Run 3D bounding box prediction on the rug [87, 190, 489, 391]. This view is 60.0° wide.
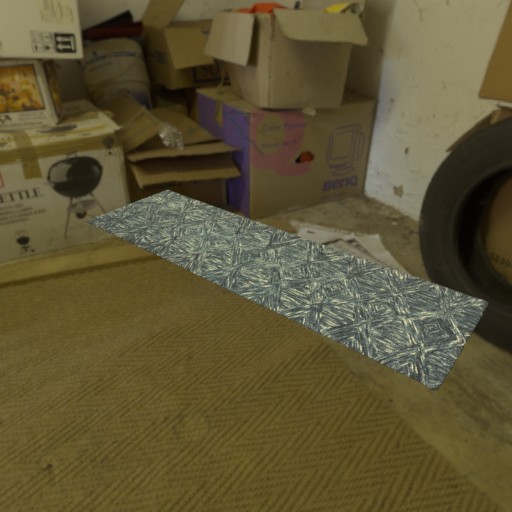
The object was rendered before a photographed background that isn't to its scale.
[{"bbox_3d":[0.000,0.000,2.508,2.306,0.013,0.719,22,37,33],"label":"rug"}]
